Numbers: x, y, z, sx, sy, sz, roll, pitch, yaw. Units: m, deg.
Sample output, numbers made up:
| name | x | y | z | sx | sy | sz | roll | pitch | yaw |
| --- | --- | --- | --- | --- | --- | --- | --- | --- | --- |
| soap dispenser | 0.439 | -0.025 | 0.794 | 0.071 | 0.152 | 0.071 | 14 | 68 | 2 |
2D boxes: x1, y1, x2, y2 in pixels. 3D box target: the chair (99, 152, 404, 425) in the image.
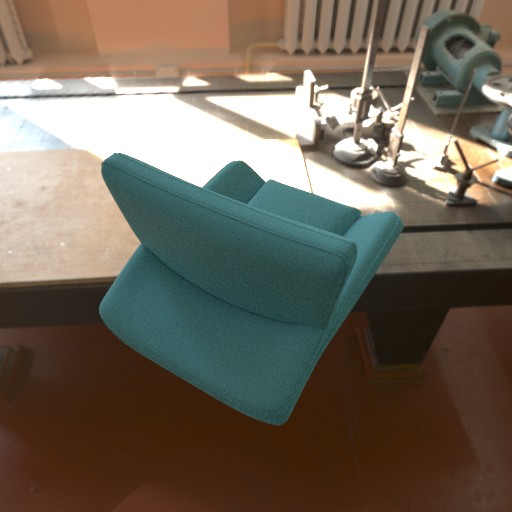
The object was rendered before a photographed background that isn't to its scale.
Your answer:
| name | x | y | z | sx | sy | sz | roll | pitch | yaw |
| --- | --- | --- | --- | --- | --- | --- | --- | --- | --- |
| chair | 0.000 | 0.000 | 1.683 | 0.859 | 0.855 | 1.008 | 23 | 50 | 22 |
